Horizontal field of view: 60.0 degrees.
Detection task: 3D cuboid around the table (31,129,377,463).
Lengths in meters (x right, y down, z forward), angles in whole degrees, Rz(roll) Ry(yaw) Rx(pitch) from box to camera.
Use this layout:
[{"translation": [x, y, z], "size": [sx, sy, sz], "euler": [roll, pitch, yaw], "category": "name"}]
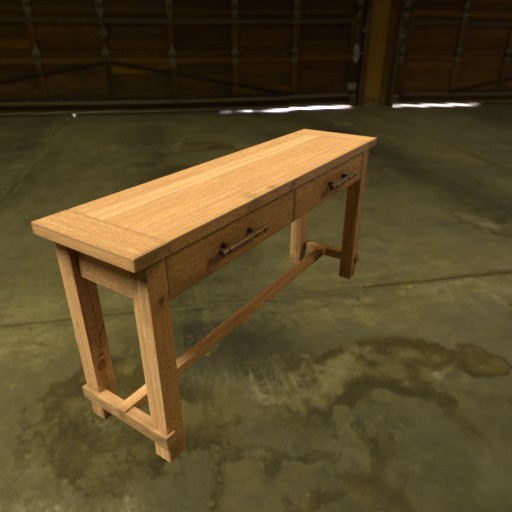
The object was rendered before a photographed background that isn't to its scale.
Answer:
[{"translation": [0.000, 0.000, 1.886], "size": [0.442, 0.762, 1.599], "euler": [17, 31, 30], "category": "table"}]
